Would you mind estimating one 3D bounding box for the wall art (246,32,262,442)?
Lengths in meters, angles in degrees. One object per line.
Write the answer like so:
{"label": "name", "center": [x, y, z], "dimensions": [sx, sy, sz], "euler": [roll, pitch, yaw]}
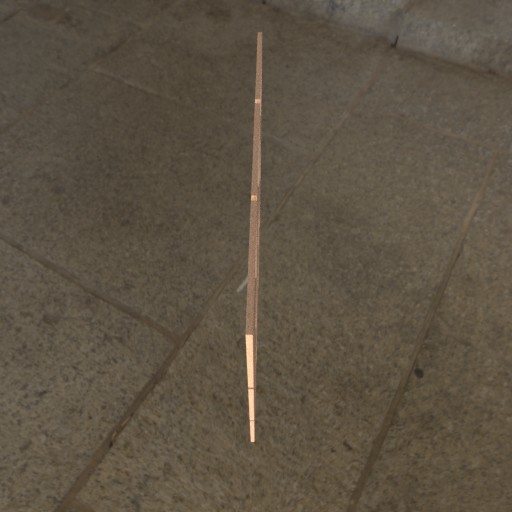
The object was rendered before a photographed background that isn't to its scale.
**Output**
{"label": "wall art", "center": [0.000, 0.000, 1.832], "dimensions": [0.016, 1.207, 1.217], "euler": [1, 57, 1]}
